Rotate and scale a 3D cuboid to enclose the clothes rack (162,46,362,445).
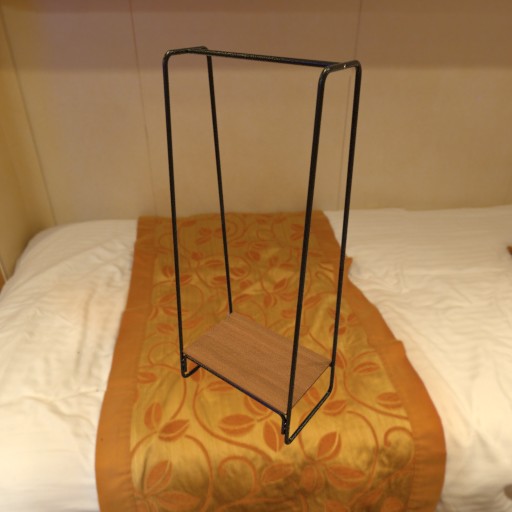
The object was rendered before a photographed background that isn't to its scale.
[{"bbox_3d":[0.000,0.000,1.800,0.640,1.500,0.400,22,37,32],"label":"clothes rack"}]
